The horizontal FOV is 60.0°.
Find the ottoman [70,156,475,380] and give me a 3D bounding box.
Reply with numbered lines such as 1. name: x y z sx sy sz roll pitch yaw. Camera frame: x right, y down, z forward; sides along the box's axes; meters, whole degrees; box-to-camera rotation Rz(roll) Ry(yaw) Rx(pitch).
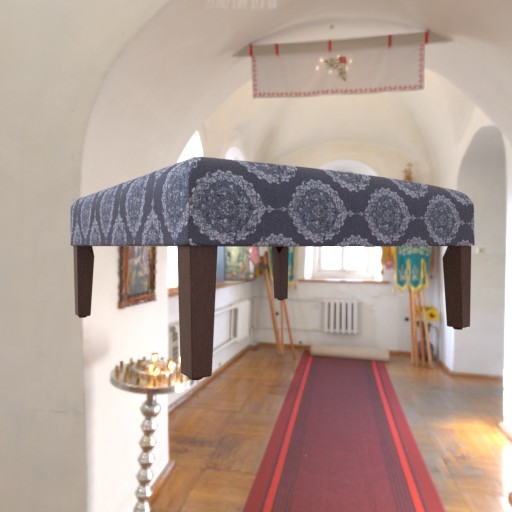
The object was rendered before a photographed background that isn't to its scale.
1. ottoman: 0.000 0.000 1.354 0.890 0.409 0.889 -1 2 -35
